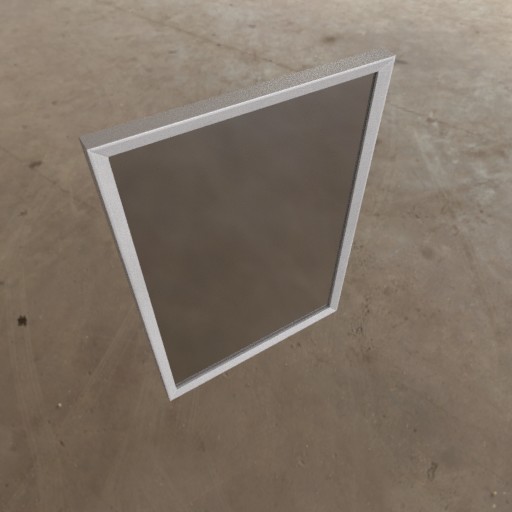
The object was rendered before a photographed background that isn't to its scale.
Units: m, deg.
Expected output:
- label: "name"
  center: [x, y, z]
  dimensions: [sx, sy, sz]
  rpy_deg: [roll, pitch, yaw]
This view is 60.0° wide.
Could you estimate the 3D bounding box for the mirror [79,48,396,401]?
- label: "mirror"
  center: [0.000, 0.000, 0.901]
  dimensions: [0.507, 0.710, 0.039]
  rpy_deg: [-24, 52, -21]
